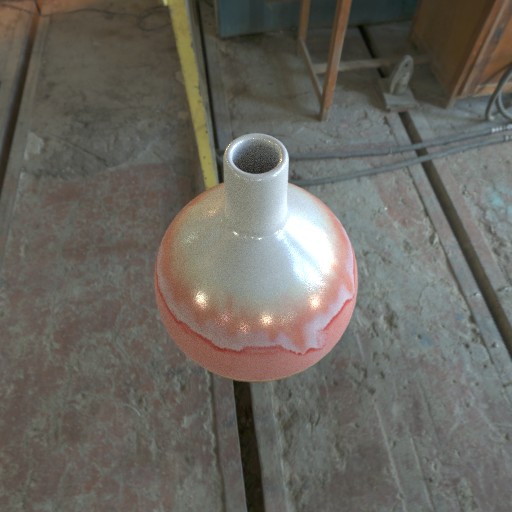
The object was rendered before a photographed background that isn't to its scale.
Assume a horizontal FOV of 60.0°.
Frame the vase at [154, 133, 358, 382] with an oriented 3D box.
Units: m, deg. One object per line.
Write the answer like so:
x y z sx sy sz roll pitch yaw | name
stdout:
0.000 0.000 0.279 0.137 0.176 0.137 0 58 0 | vase
